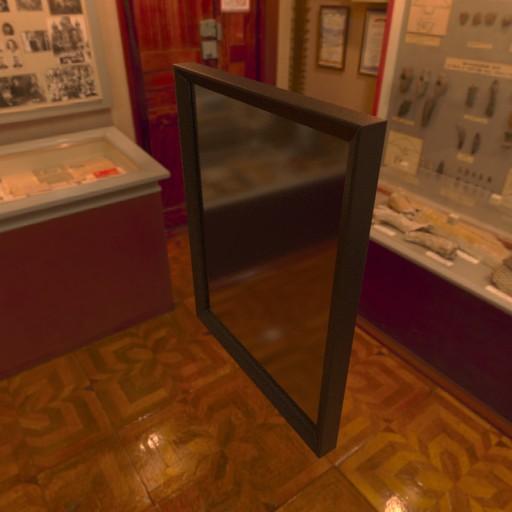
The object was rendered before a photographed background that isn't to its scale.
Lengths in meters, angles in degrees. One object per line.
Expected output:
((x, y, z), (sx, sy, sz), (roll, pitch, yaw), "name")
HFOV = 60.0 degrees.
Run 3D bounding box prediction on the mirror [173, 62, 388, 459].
((0.000, 0.000, 0.693), (0.041, 0.509, 0.406), (-20, 37, -28), "mirror")
